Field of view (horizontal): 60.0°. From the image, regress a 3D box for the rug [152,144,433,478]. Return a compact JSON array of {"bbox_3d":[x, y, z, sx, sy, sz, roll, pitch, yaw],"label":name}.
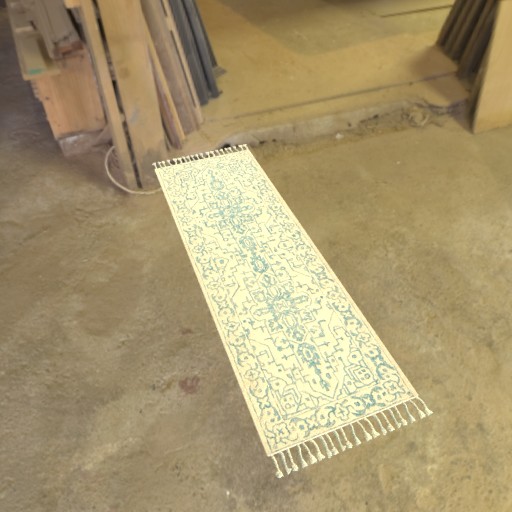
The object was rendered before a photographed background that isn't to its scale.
[{"bbox_3d":[0.000,0.000,2.704,0.774,0.011,2.449,-15,47,-15],"label":"rug"}]
